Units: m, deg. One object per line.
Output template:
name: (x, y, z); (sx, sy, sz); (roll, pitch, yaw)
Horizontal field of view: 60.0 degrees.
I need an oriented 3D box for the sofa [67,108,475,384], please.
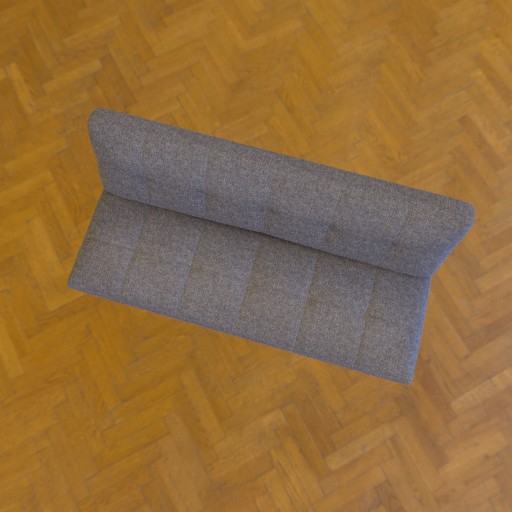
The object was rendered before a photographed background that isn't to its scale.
sofa: (0.000, 0.000, 2.251); (1.820, 0.770, 0.820); (15, 77, 4)
